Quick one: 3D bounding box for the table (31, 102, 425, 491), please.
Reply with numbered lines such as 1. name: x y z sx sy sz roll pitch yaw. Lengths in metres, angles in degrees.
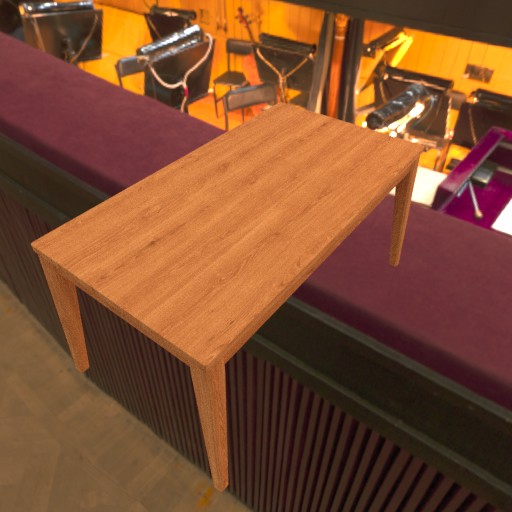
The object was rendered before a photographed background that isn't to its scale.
1. table: 0.000 0.000 2.086 0.900 0.760 1.600 27 49 27
